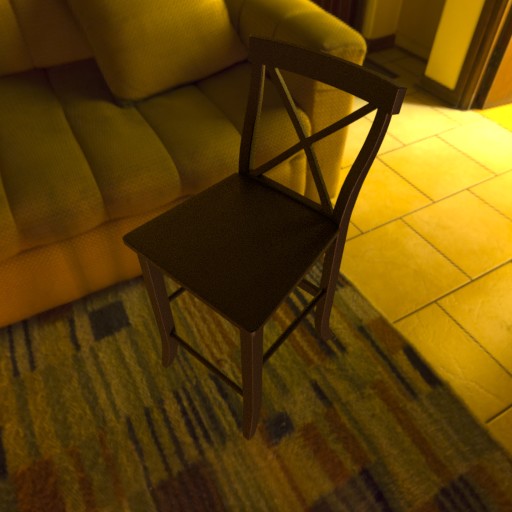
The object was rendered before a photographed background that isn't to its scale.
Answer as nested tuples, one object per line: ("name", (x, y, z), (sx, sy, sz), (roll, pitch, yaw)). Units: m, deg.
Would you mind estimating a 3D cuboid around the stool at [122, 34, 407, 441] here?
("stool", (0.000, 0.000, 1.286), (0.452, 0.989, 0.559), (32, 55, 26))
